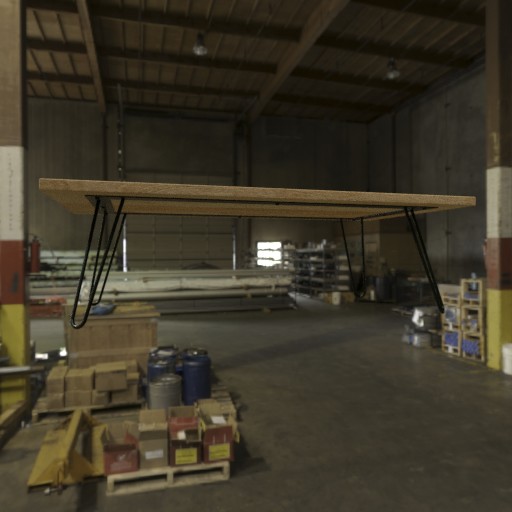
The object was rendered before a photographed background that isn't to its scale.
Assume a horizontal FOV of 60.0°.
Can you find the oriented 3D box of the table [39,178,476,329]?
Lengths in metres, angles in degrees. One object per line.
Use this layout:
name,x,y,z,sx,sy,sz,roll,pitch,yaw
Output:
table,0.000,0.000,1.652,1.348,0.400,0.699,0,0,-16
